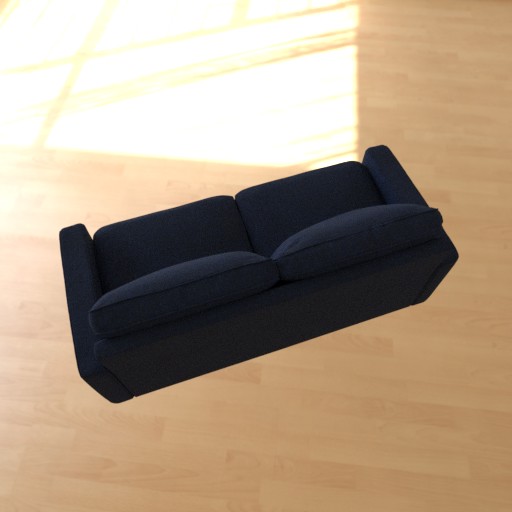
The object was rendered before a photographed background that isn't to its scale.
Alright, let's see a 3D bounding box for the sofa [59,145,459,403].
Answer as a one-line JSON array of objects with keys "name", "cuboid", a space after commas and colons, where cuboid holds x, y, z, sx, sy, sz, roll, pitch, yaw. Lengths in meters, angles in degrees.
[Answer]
[{"name": "sofa", "cuboid": [0.000, 0.000, 2.575, 2.080, 0.919, 0.940, -16, 61, -9]}]
